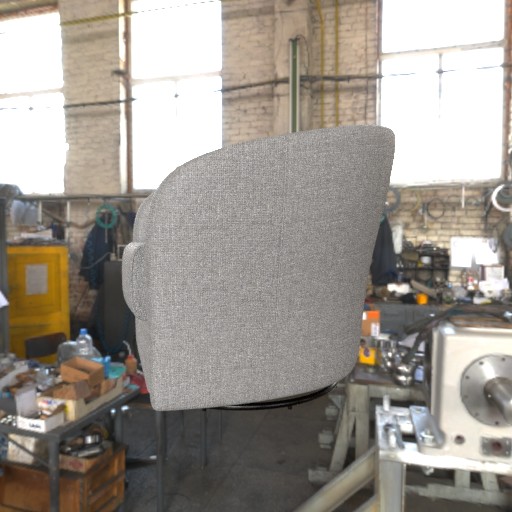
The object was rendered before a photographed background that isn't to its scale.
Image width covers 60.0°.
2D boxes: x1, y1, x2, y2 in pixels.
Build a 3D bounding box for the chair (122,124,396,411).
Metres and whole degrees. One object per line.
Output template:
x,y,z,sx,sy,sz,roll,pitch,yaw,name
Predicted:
0.000,0.000,1.408,0.815,0.771,0.791,-1,3,-18,chair
